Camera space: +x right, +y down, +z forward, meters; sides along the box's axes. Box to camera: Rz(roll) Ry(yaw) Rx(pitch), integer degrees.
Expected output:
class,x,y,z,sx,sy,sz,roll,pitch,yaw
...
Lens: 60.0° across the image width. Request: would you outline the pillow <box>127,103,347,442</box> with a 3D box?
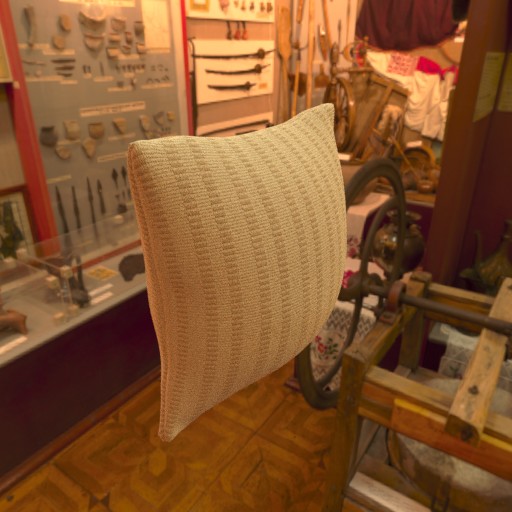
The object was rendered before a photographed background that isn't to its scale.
class,x,y,z,sx,sy,sz,roll,pitch,yaw
pillow,0.000,0.000,0.691,0.247,0.419,0.438,17,30,32
